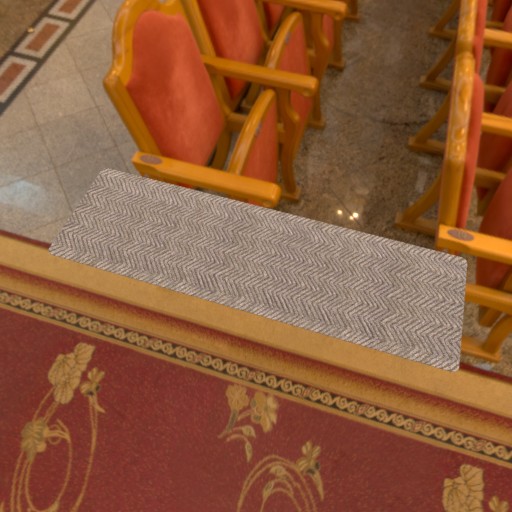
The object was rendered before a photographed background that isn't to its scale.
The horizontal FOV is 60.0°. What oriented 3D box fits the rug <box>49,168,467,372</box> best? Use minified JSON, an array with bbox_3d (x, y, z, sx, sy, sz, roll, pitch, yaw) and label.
[{"bbox_3d":[0.000,0.000,2.513,2.286,0.008,0.686,15,59,9],"label":"rug"}]
